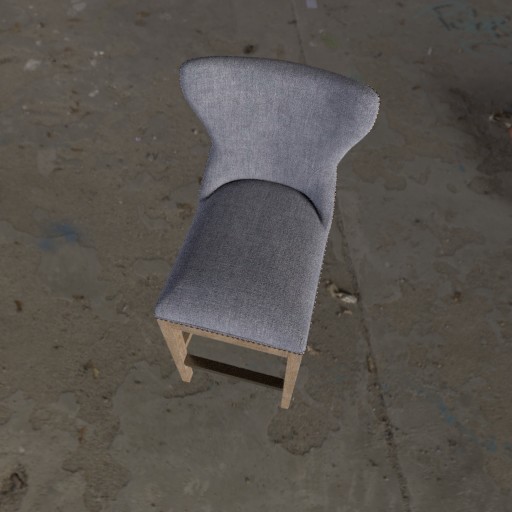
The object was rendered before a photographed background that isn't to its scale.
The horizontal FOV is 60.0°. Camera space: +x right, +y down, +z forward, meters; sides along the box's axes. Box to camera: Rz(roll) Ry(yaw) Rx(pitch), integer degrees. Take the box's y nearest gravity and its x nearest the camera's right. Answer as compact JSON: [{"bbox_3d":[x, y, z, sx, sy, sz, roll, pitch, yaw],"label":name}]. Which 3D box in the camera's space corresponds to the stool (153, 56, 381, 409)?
[{"bbox_3d":[0.000,0.000,1.357,0.498,0.981,0.608,13,59,8],"label":"stool"}]
